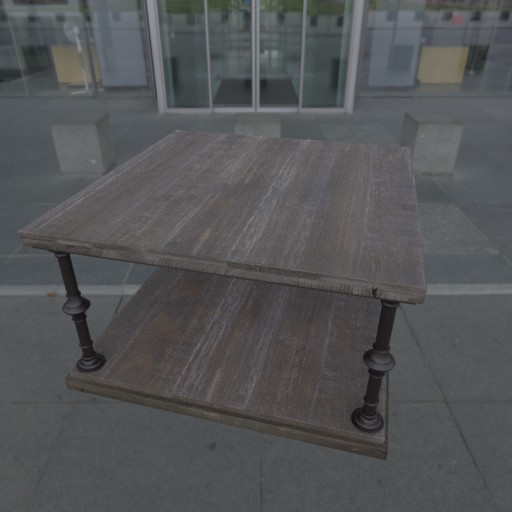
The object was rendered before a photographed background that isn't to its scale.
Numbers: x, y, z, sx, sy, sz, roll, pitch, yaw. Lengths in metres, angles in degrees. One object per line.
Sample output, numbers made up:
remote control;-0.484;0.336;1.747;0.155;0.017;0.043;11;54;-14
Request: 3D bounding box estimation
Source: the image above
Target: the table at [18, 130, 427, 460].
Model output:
table;0.000;0.000;1.107;0.696;0.400;0.696;8;32;13
